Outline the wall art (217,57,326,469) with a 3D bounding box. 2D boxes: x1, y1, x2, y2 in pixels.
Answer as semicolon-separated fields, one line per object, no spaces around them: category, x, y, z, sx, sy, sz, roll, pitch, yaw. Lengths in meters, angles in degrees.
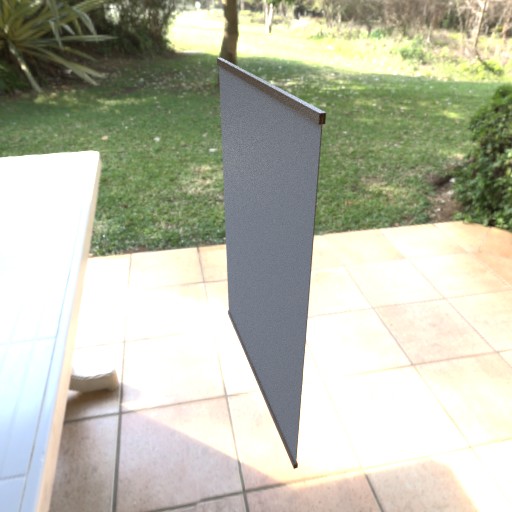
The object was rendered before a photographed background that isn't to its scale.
wall art;0.000;0.000;1.343;0.013;1.016;0.758;-9;32;-15
